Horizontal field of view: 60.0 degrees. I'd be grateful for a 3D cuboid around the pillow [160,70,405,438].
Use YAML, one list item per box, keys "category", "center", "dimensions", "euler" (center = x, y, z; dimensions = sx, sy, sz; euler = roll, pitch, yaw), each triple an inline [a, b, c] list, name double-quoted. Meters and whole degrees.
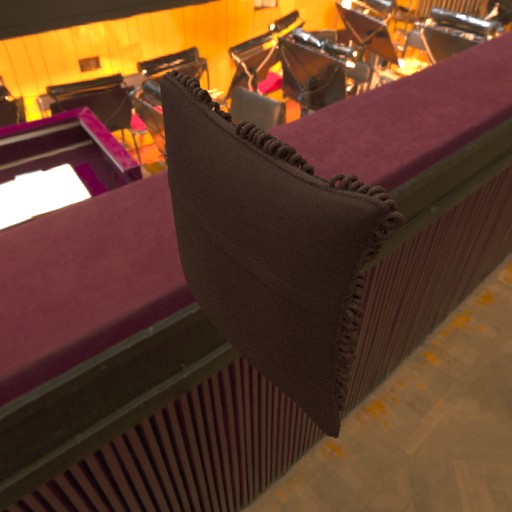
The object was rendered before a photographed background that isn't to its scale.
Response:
- category: "pillow"
  center: [0.000, 0.000, 0.715]
  dimensions: [0.172, 0.467, 0.470]
  euler: [-27, 49, -26]
